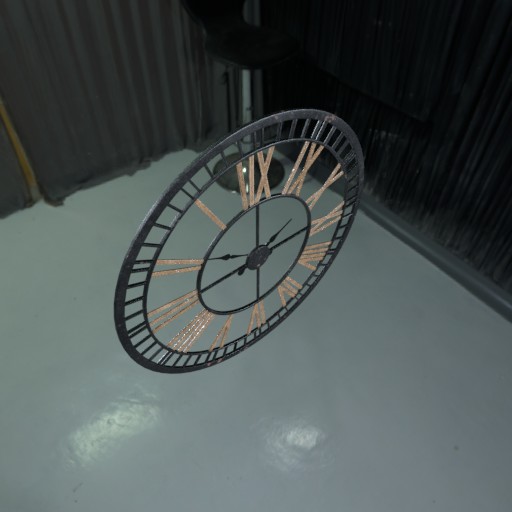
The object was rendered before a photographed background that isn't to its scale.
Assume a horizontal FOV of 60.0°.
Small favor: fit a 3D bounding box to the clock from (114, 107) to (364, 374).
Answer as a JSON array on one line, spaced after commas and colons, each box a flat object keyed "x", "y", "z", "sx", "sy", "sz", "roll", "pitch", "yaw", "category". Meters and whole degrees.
[{"x": 0.000, "y": 0.000, "z": 1.231, "sx": 0.843, "sy": 0.843, "sz": 0.025, "roll": -31, "pitch": 54, "yaw": -26, "category": "clock"}]
